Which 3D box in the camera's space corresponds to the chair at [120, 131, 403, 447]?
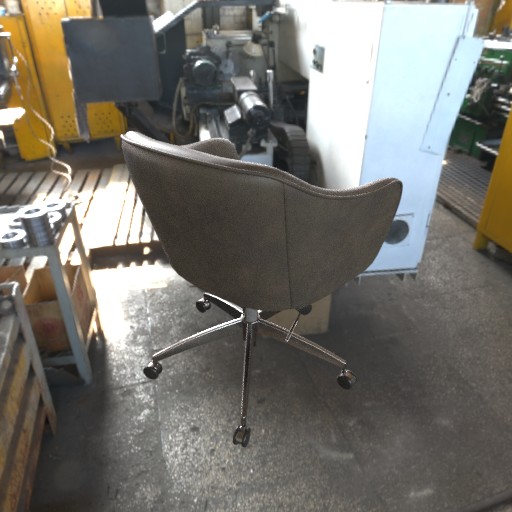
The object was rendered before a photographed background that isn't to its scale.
[{"bbox_3d":[0.000,0.000,1.394,0.713,0.827,0.689,22,37,32],"label":"chair"}]
